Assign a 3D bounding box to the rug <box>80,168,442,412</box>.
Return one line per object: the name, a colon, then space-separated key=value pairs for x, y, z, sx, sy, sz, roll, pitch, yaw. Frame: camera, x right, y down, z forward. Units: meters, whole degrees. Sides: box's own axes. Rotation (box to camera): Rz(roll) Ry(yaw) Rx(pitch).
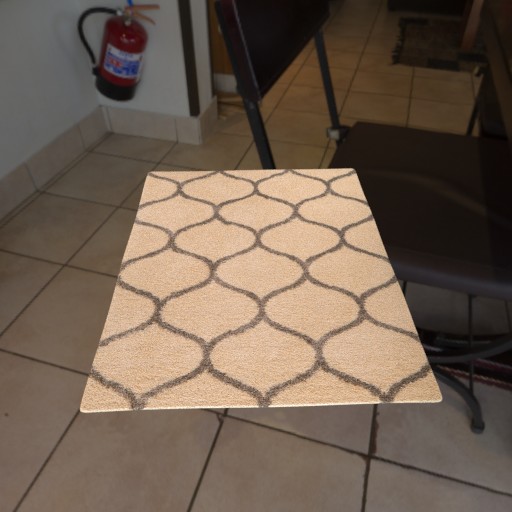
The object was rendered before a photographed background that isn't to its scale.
rug: x=0.000 y=0.000 z=4.029 sx=2.399 sy=0.026 sz=3.000 roll=-1 pitch=41 yaw=-1
